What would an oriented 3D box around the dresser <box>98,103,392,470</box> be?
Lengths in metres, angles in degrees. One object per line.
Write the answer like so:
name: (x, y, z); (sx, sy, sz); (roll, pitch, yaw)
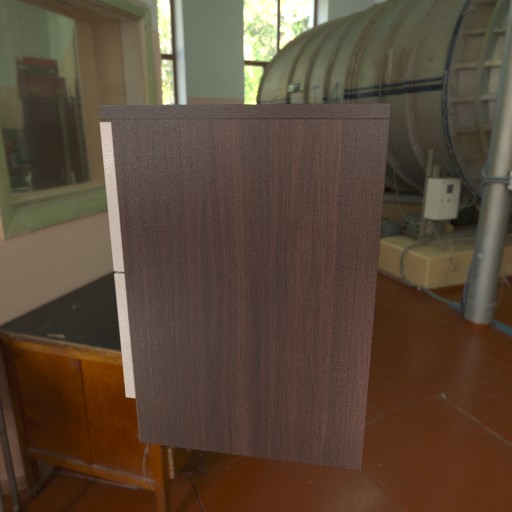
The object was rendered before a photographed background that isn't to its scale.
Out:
dresser: (0.000, 0.000, 0.751); (0.360, 0.470, 0.400); (3, 17, 10)
